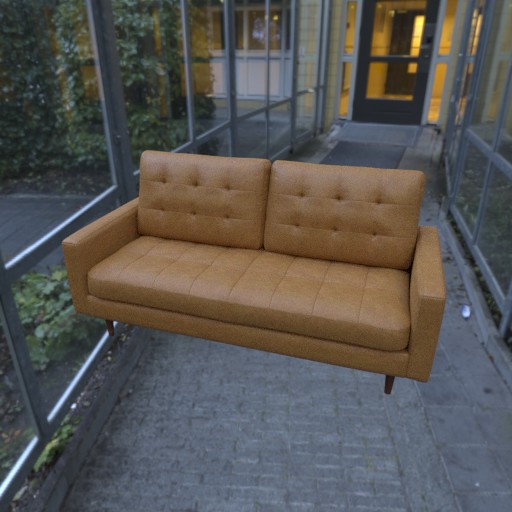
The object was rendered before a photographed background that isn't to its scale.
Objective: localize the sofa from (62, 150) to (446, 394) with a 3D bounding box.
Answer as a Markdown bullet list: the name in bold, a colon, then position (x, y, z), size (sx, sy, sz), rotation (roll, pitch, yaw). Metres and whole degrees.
- **sofa**: position (0.000, 0.000, 2.339), size (1.821, 0.898, 0.850), rotation (8, 27, 16)
